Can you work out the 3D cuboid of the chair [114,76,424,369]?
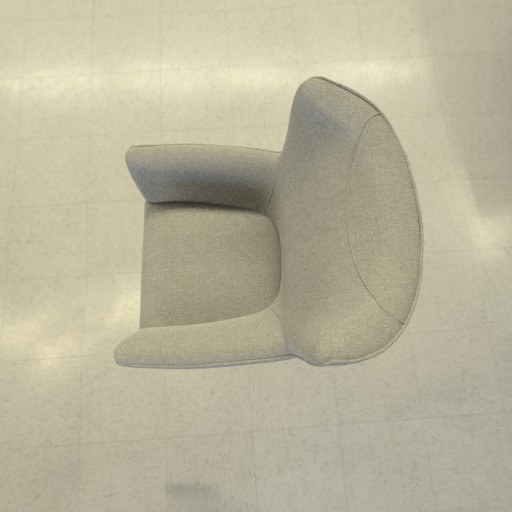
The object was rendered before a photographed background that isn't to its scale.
[{"bbox_3d":[0.000,0.000,1.563,0.888,0.933,0.781,-1,75,0],"label":"chair"}]
